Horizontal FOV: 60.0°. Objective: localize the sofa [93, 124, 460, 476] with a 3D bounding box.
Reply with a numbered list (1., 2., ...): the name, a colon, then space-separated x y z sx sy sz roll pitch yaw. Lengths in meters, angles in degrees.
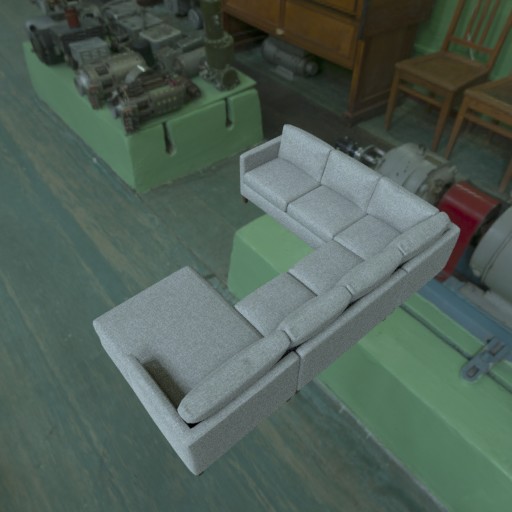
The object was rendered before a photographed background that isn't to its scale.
1. sofa: 0.000 0.000 4.663 3.460 0.959 2.593 -32 54 -27
